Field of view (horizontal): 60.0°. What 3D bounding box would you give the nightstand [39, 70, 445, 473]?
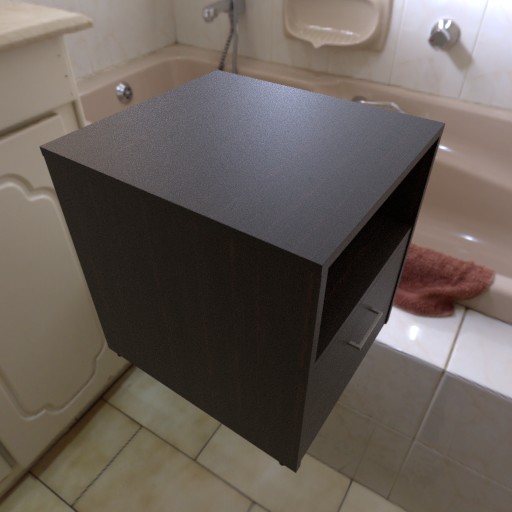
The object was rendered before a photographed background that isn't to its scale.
[{"bbox_3d":[0.000,0.000,0.794,0.461,0.460,0.400,24,46,26],"label":"nightstand"}]
